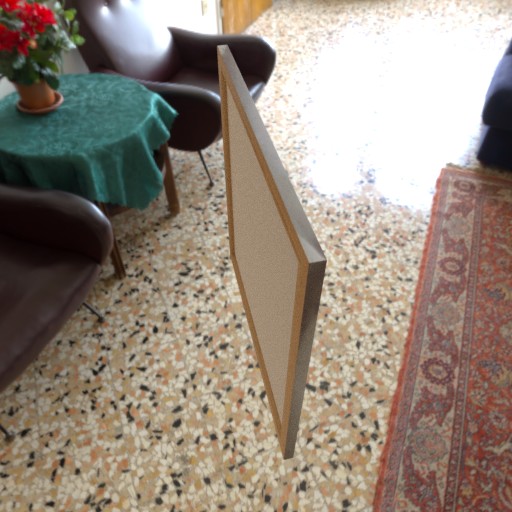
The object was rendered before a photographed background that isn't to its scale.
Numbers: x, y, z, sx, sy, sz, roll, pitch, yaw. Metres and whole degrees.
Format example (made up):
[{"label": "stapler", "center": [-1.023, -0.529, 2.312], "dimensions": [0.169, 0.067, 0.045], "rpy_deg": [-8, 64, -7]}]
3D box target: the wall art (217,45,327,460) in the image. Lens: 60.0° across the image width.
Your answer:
[{"label": "wall art", "center": [0.000, 0.000, 1.139], "dimensions": [0.027, 0.762, 0.762], "rpy_deg": [-9, 47, -9]}]
